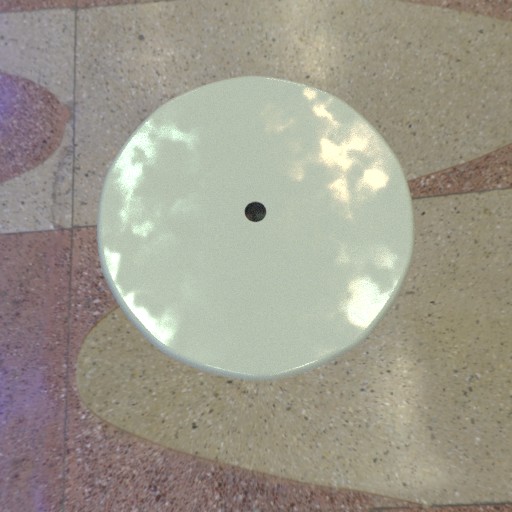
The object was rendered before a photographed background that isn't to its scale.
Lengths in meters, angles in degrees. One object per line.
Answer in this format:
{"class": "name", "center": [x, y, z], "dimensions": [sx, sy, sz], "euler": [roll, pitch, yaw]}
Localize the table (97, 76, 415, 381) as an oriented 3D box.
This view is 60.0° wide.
{"class": "table", "center": [0.000, 0.000, 0.664], "dimensions": [0.352, 0.387, 0.352], "euler": [0, 76, 0]}
